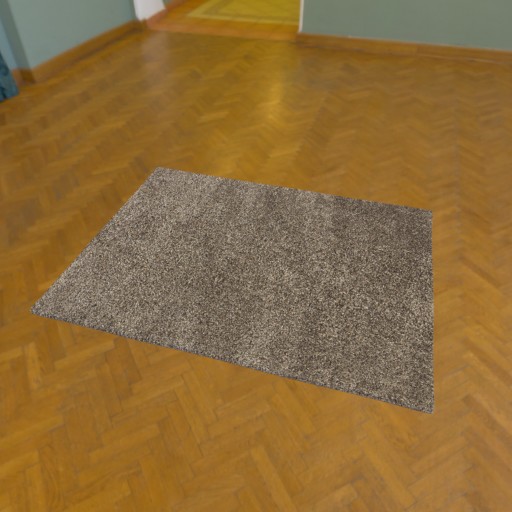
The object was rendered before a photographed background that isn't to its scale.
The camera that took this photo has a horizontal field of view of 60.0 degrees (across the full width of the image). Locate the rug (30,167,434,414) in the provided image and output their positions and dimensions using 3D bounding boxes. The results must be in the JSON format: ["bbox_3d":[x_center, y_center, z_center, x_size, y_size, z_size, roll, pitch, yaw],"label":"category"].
[{"bbox_3d":[0.000,0.000,2.093,1.601,0.025,1.198,11,43,12],"label":"rug"}]
